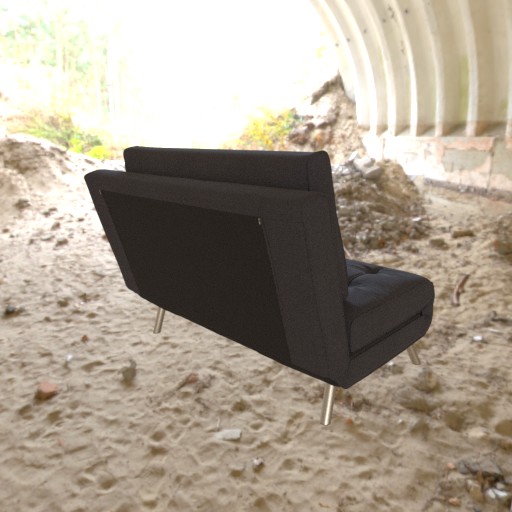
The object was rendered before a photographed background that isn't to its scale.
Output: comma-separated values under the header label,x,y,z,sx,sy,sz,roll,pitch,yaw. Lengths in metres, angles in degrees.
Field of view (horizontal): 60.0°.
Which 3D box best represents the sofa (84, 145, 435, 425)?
label,x,y,z,sx,sy,sz,roll,pitch,yaw
sofa,0.000,0.000,1.891,1.220,0.910,0.910,14,21,43
